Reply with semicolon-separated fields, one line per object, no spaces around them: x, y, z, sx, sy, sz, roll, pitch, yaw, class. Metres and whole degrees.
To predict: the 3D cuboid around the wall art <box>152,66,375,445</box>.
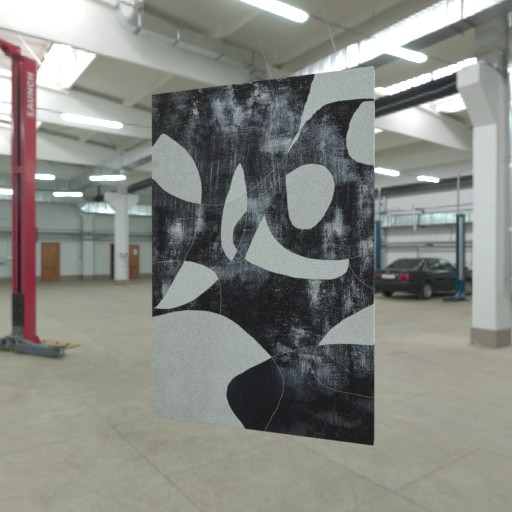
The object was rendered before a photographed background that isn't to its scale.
0.000;0.000;1.182;0.610;0.915;0.041;0;0;18;wall art
